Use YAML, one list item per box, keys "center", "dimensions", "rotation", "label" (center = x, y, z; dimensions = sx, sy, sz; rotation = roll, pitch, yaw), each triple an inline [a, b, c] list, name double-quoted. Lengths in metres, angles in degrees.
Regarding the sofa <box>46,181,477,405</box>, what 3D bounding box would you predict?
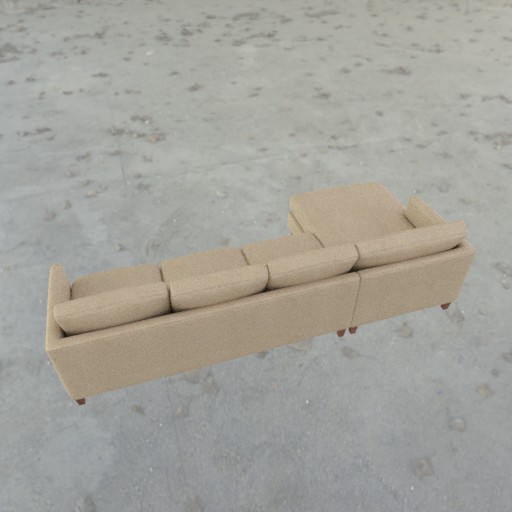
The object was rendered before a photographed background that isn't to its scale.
- center: [0.000, 0.000, 3.765]
  dimensions: [3.201, 0.876, 1.502]
  rotation: [-12, 42, -13]
  label: "sofa"
